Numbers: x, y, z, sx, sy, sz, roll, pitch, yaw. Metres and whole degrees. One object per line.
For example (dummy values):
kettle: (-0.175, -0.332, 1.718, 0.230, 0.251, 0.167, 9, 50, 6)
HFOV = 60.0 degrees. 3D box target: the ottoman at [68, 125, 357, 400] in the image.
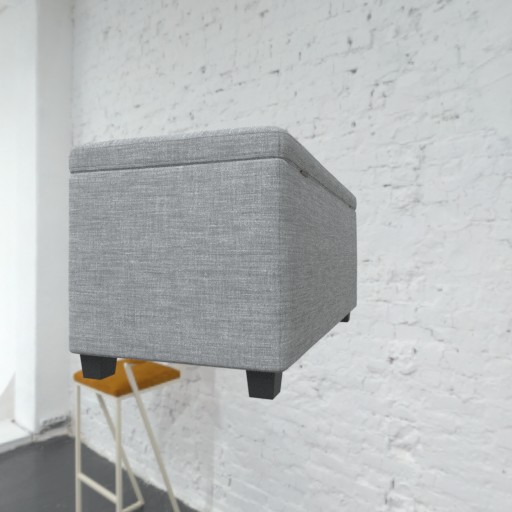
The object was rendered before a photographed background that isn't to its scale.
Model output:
ottoman: (0.000, 0.000, 1.126, 0.419, 0.432, 0.902, 0, 0, 20)
